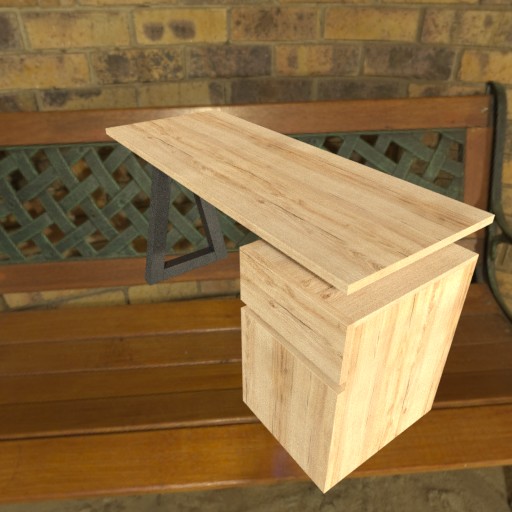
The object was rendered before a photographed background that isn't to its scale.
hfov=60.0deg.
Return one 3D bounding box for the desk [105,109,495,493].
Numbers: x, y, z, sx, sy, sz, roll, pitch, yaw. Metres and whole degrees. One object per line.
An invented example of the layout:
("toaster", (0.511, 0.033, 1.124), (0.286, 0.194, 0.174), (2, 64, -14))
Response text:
("desk", (0.000, 0.000, 1.720), (0.550, 0.760, 1.400), (-21, 37, -30))
